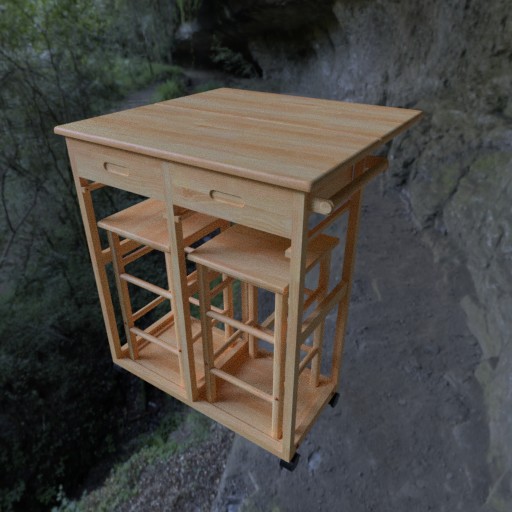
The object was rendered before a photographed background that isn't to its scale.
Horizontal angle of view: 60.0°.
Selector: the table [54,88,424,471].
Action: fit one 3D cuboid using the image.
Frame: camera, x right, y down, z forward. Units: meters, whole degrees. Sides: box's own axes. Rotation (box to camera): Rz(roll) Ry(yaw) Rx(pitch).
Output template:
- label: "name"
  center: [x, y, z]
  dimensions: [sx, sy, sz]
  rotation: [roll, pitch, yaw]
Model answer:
- label: "table"
  center: [0.000, 0.000, 1.374]
  dimensions: [0.752, 0.832, 0.693]
  rotation: [18, 35, 29]
